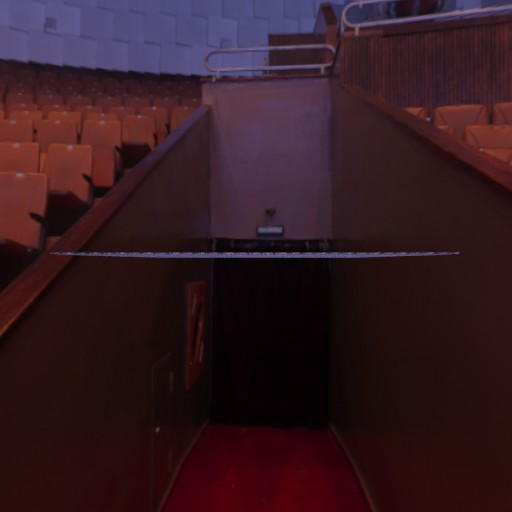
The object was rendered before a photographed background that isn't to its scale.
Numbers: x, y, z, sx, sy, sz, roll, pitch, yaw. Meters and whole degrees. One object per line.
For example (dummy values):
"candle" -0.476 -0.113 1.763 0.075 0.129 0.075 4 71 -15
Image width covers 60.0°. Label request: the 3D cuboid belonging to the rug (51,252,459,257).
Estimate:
"rug" 0.000 0.000 4.151 2.437 0.010 3.056 0 -1 1
